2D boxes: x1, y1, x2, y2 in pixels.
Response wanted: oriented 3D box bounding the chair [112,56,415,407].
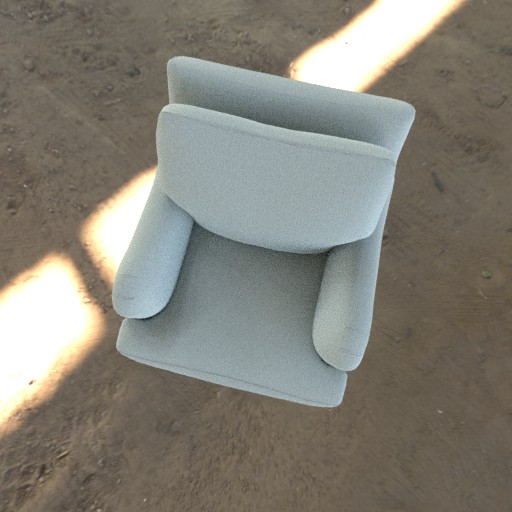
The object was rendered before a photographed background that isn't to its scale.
[{"bbox_3d":[0.000,0.000,1.849,0.955,1.038,1.070,13,75,4],"label":"chair"}]
